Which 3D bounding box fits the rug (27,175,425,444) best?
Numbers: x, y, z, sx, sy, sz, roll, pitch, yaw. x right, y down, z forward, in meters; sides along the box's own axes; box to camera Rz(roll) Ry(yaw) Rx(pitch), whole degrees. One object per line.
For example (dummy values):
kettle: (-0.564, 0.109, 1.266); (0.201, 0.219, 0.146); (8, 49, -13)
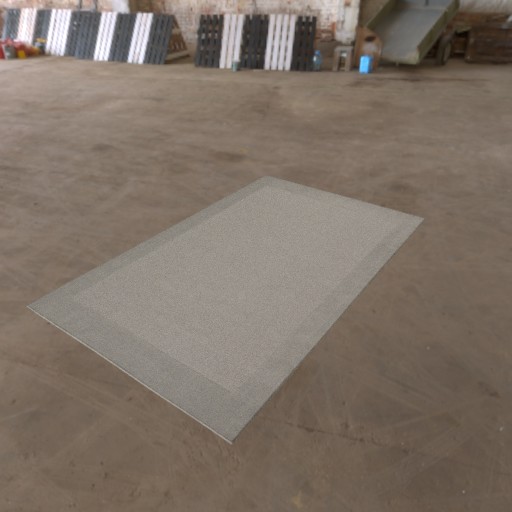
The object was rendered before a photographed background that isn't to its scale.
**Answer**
rug: (0.000, 0.000, 3.023); (1.524, 0.014, 2.438); (21, 38, 30)
